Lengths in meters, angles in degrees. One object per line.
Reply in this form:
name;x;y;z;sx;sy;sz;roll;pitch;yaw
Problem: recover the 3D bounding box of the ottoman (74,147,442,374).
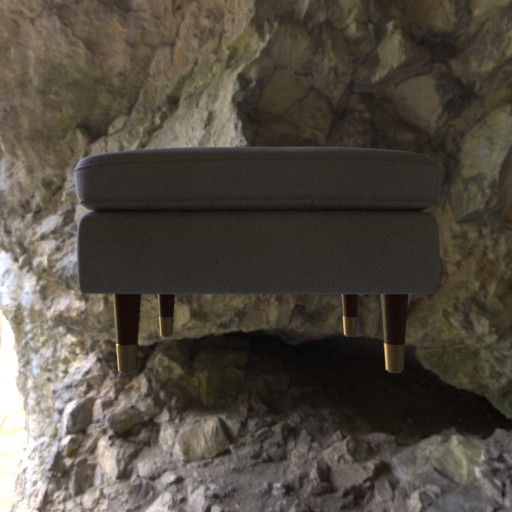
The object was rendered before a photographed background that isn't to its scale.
ottoman;0.000;0.000;1.122;0.747;0.478;0.593;0;0;0
